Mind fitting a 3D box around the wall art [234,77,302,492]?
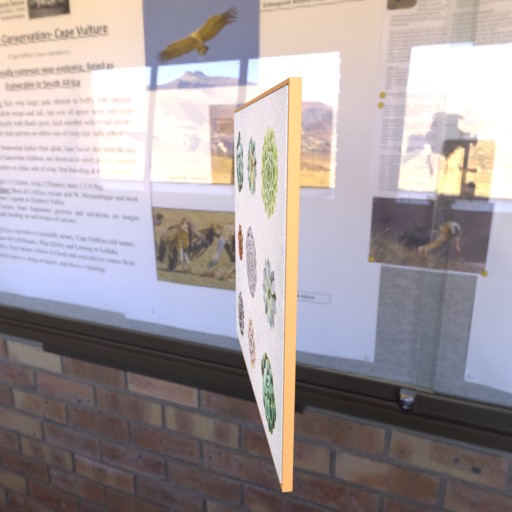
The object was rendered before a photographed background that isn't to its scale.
[{"bbox_3d":[0.000,0.000,0.681,0.013,0.455,0.457,-2,15,-9],"label":"wall art"}]
